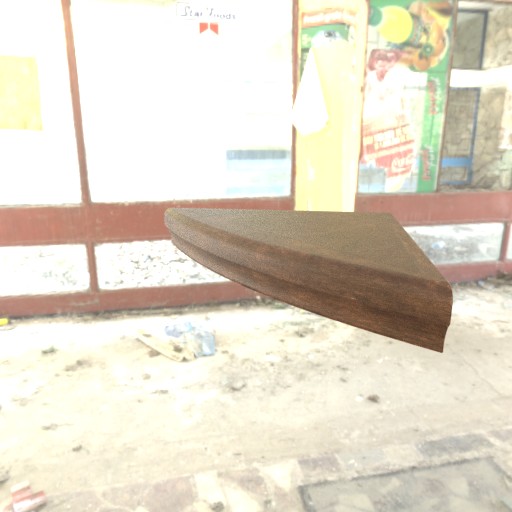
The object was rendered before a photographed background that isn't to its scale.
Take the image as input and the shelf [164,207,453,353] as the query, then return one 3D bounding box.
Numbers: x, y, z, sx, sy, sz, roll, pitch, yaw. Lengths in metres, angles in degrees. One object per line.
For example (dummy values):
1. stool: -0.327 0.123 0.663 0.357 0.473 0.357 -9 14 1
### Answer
1. shelf: 0.000 0.000 0.462 0.310 0.050 0.310 2 15 9
